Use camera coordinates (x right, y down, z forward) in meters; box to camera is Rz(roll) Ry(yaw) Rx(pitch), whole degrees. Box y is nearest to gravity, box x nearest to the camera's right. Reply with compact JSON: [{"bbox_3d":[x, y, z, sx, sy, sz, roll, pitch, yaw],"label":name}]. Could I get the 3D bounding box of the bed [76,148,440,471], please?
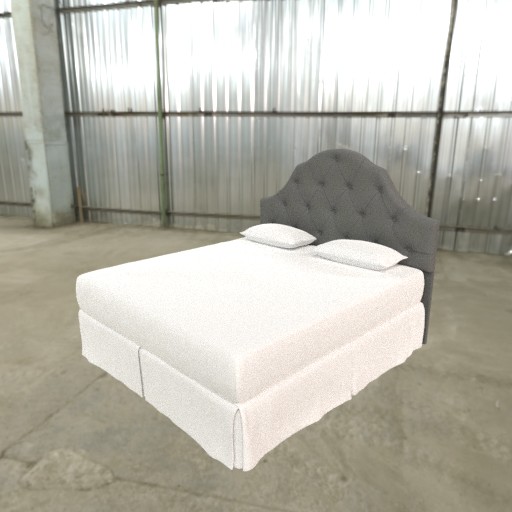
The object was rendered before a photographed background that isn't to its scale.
[{"bbox_3d":[0.000,0.000,3.524,2.214,1.615,2.008,-15,21,-43],"label":"bed"}]
